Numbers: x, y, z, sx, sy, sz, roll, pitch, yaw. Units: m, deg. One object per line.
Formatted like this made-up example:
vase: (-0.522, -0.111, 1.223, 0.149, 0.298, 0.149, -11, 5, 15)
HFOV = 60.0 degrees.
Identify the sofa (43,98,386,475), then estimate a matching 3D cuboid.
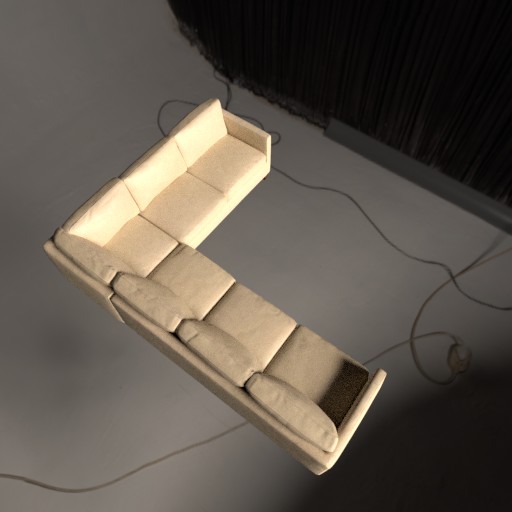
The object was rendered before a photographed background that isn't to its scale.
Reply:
sofa: (0.000, 0.000, 4.495, 3.302, 0.947, 2.593, 33, 65, 18)
